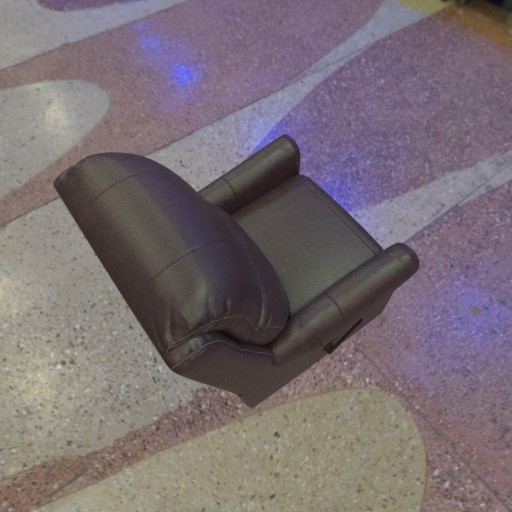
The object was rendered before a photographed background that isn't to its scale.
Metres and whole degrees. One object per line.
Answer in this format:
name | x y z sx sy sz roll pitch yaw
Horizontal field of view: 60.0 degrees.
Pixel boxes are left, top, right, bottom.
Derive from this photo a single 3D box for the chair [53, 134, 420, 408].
chair | 0.000 0.000 1.716 1.014 1.054 0.838 -32 64 -18
